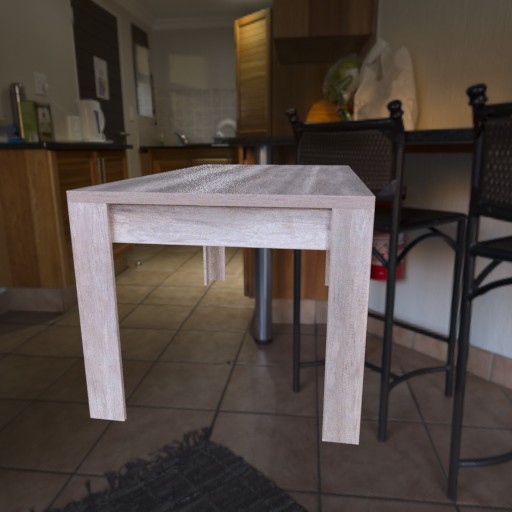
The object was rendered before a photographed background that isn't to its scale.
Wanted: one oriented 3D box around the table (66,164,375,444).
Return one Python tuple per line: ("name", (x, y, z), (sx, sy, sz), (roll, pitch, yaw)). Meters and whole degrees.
("table", (0.000, 0.000, 2.122), (0.900, 0.775, 1.600), (2, 15, 9))
